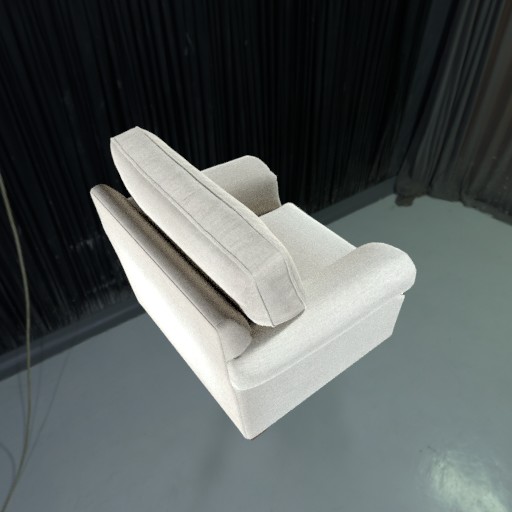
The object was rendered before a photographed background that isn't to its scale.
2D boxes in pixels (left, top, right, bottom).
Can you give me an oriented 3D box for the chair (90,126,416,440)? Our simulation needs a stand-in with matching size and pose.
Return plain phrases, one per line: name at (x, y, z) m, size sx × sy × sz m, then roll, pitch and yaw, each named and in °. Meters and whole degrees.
chair at (0.000, 0.000, 1.887) m, size 0.965 × 0.961 × 1.092 m, roll -27°, pitch 48°, yaw -28°
